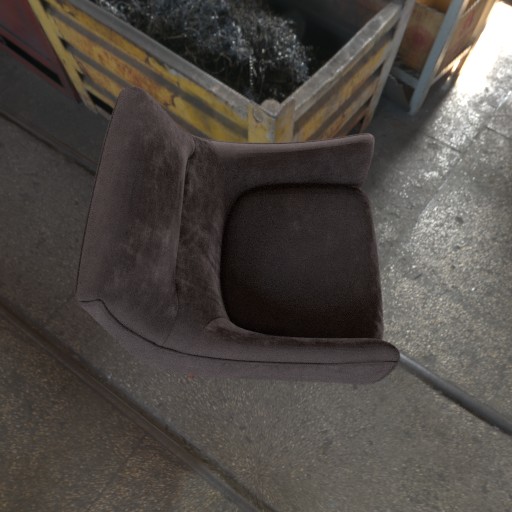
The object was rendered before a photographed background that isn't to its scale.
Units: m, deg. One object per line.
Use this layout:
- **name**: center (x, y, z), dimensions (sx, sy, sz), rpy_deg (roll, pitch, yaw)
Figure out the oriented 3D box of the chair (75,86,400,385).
- **chair**: center (0.000, 0.000, 1.414), dimensions (0.787, 0.838, 0.762), rpy_deg (1, 64, 1)
